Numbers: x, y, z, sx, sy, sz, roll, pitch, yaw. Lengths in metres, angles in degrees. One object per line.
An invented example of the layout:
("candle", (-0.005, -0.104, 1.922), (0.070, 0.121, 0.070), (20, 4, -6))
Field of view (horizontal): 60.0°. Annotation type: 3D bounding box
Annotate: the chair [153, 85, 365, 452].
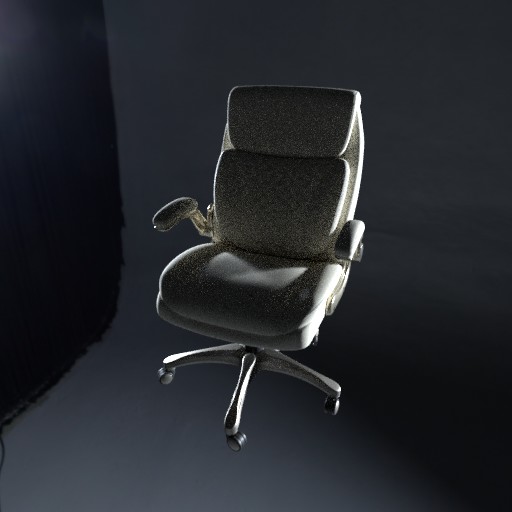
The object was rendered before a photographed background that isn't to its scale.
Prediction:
("chair", (0.000, 0.000, 1.621), (0.740, 1.110, 0.794), (8, 27, 16))
